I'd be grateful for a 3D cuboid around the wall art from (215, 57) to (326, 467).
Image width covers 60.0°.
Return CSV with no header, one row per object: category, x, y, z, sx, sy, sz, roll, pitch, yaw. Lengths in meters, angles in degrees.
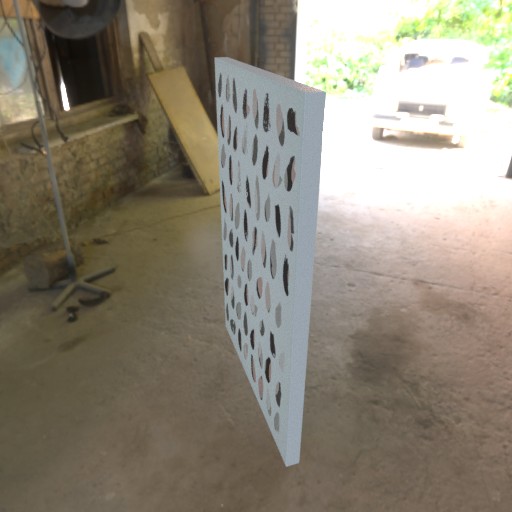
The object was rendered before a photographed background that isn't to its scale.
wall art,0.000,0.000,1.177,0.037,0.916,0.610,-9,30,-16
